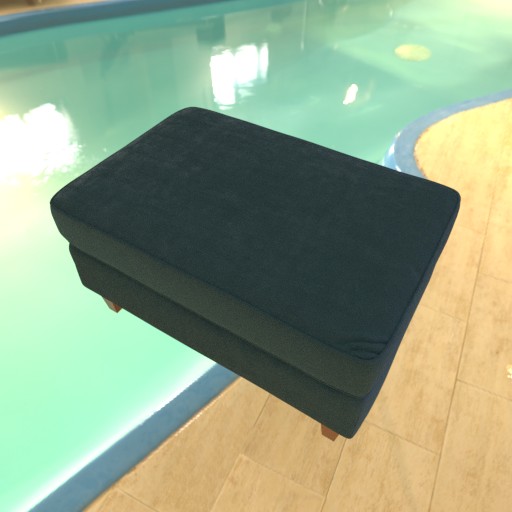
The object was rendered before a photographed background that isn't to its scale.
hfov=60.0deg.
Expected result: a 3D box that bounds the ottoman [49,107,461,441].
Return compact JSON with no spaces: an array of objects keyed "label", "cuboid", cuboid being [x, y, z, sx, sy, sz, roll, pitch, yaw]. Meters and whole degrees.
[{"label":"ottoman","cuboid":[0.000,0.000,1.207,0.862,0.484,0.583,24,51,22]}]
